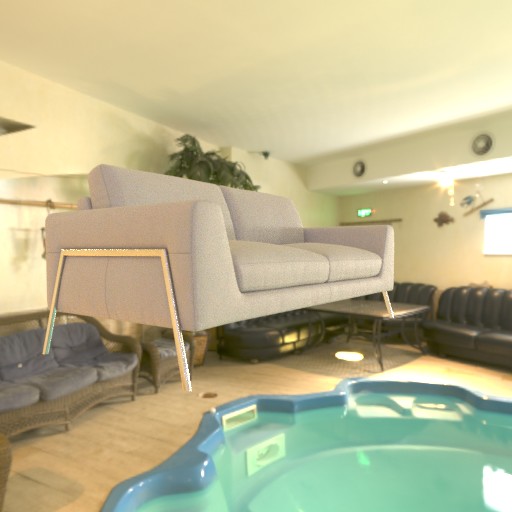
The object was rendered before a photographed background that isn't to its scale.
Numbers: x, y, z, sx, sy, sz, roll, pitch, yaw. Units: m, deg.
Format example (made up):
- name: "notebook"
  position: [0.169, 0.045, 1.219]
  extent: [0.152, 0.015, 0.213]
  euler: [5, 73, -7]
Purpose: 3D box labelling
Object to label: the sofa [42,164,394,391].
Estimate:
- name: "sofa"
  position: [0.000, 0.000, 2.546]
  extent: [0.953, 0.875, 2.017]
  euler: [0, 1, 36]
